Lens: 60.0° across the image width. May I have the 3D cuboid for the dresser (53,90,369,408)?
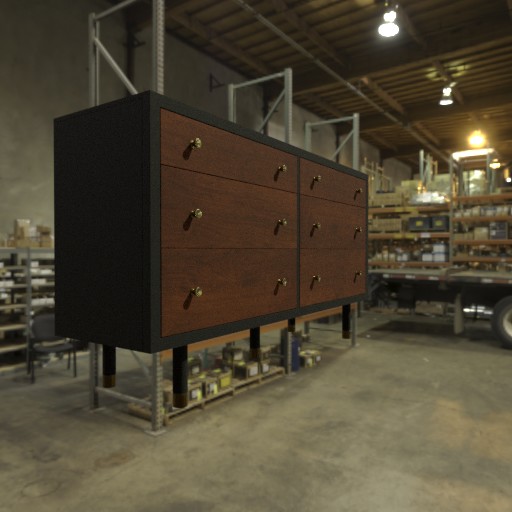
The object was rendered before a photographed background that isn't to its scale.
[{"bbox_3d":[0.000,0.000,1.900,0.463,0.872,1.558,1,1,35],"label":"dresser"}]
